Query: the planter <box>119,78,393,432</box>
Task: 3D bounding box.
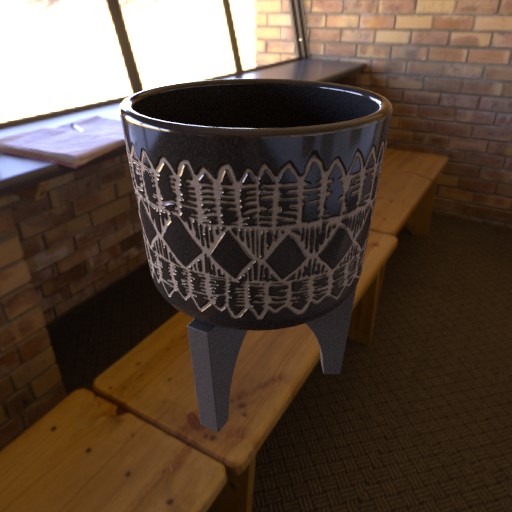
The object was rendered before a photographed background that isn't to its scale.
[{"bbox_3d":[0.000,0.000,0.259,0.129,0.177,0.129,0,30,0],"label":"planter"}]
